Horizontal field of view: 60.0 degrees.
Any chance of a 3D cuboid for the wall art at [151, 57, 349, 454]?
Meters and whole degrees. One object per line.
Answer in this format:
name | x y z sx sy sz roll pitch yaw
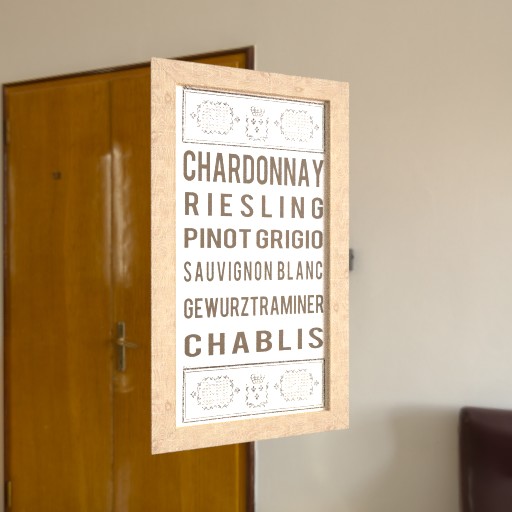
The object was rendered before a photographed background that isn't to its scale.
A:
wall art | 0.000 0.000 0.825 0.381 0.683 0.013 0 0 -17
